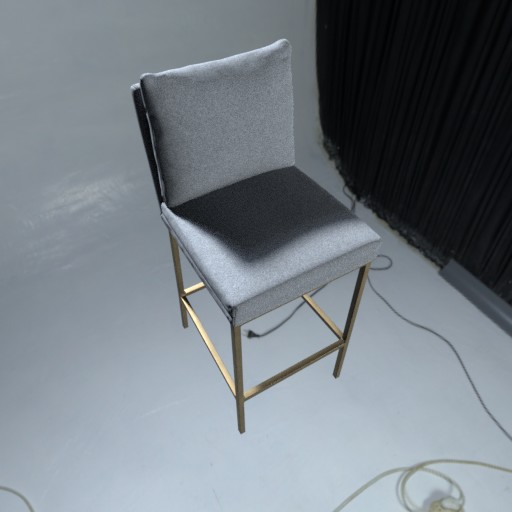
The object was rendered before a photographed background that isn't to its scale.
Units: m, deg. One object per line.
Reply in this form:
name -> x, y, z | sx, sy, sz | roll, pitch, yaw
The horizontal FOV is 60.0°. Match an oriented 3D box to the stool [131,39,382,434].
stool -> 0.000, 0.000, 1.407 | 0.463, 1.130, 0.569 | -23, 51, -20
